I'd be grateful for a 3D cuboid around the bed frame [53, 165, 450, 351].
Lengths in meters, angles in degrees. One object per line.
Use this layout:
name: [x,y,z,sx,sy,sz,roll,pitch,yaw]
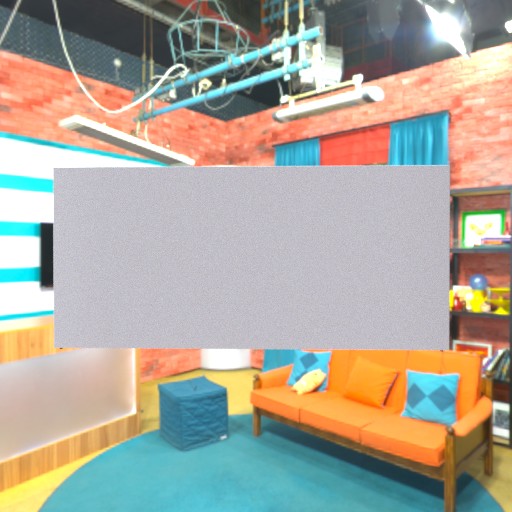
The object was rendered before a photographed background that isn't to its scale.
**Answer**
bed frame: [0.000,0.000,2.951,1.720,0.800,2.060,0,1,2]
